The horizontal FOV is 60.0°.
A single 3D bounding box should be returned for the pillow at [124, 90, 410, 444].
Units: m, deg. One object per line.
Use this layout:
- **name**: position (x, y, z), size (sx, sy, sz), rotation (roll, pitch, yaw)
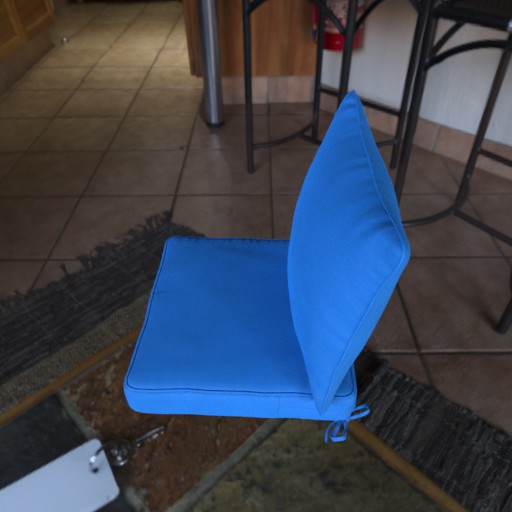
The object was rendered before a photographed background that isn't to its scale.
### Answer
- **pillow**: position (0.000, 0.000, 1.319), size (0.733, 0.725, 0.798), rotation (2, 42, 2)
